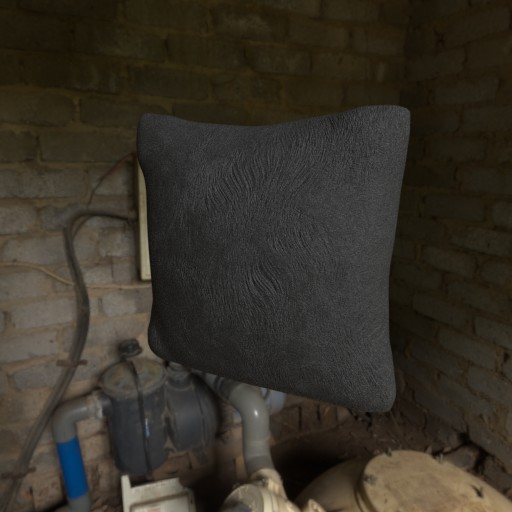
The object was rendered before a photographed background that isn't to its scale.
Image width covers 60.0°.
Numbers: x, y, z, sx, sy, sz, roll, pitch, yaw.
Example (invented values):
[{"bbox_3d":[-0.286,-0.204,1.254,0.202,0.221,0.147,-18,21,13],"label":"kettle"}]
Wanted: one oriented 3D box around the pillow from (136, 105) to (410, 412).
[{"bbox_3d":[0.000,0.000,0.823,0.533,0.523,0.210,7,15,26],"label":"pillow"}]
